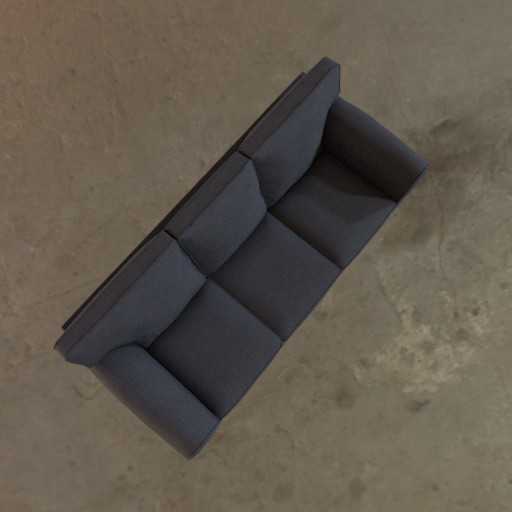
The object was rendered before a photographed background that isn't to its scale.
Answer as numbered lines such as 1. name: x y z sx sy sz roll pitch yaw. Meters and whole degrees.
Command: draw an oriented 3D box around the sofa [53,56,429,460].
1. sofa: 0.000 0.000 2.566 0.909 0.966 2.084 39 79 9
